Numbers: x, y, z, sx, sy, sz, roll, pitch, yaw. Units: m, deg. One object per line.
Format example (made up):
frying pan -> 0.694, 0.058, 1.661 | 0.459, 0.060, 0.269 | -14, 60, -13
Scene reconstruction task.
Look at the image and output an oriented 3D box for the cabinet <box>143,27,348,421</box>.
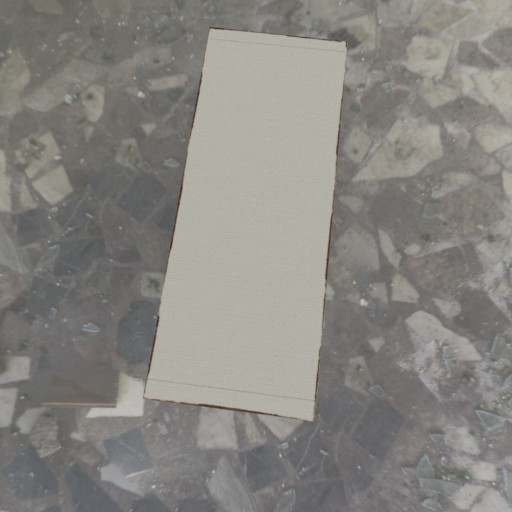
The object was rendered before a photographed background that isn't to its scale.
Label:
cabinet -> 0.000, 0.000, 0.893 | 0.210, 0.603, 0.541 | 7, 76, 2
